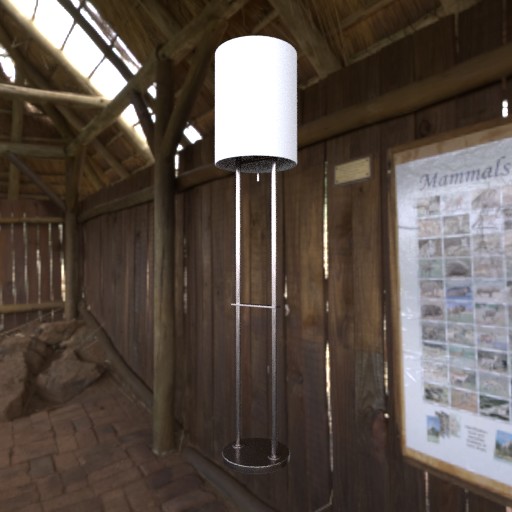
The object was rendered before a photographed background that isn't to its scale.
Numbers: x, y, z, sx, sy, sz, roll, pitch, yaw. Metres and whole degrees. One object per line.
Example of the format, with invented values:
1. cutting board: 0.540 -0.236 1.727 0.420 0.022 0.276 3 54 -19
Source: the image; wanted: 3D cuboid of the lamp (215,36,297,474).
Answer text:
1. lamp: 0.000 0.000 1.655 0.306 1.500 0.305 -1 -1 36
